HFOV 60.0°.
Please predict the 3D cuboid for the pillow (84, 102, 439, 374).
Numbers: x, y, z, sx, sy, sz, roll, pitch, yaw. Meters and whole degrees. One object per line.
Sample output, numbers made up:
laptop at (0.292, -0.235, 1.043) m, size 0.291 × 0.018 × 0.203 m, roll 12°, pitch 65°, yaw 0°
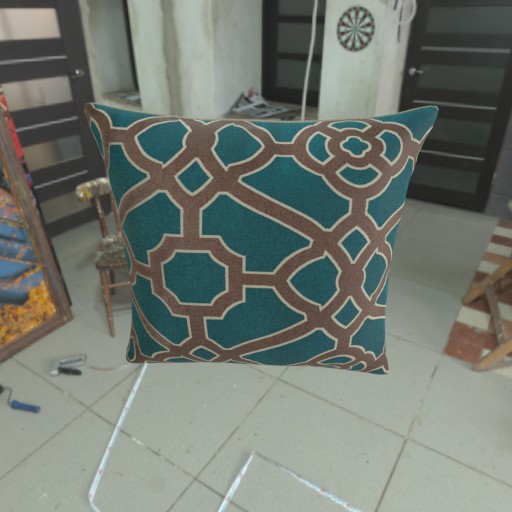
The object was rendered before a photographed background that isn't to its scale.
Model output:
pillow at (0.000, 0.000, 0.771) m, size 0.526 × 0.507 × 0.166 m, roll 2°, pitch 29°, yaw 3°
